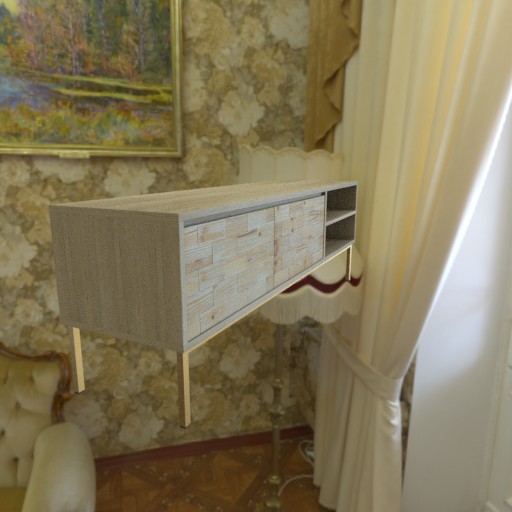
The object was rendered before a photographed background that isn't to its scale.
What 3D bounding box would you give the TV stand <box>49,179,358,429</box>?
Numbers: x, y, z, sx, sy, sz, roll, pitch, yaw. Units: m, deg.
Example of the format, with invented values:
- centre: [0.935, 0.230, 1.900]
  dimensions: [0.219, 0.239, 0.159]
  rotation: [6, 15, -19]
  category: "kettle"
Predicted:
- centre: [0.000, 0.000, 1.834]
  dimensions: [0.420, 0.550, 1.600]
  rotation: [6, 14, 26]
  category: "TV stand"
